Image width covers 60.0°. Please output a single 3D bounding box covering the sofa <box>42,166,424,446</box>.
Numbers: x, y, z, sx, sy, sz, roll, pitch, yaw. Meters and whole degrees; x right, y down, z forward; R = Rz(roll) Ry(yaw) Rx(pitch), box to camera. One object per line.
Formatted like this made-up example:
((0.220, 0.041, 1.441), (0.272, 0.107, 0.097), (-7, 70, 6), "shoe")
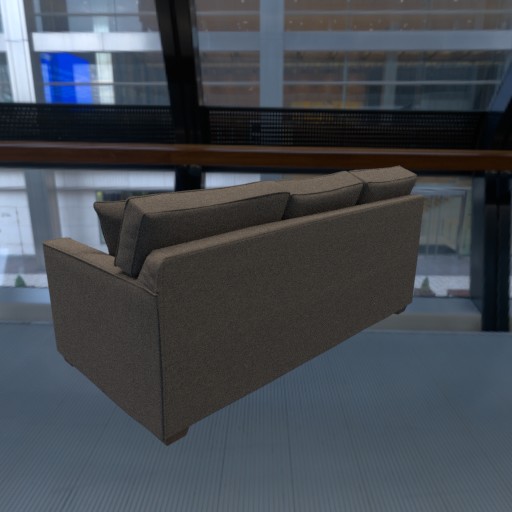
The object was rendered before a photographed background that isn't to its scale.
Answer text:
((0.000, 0.000, 2.508), (1.963, 0.946, 1.034), (-15, 22, -43), "sofa")
